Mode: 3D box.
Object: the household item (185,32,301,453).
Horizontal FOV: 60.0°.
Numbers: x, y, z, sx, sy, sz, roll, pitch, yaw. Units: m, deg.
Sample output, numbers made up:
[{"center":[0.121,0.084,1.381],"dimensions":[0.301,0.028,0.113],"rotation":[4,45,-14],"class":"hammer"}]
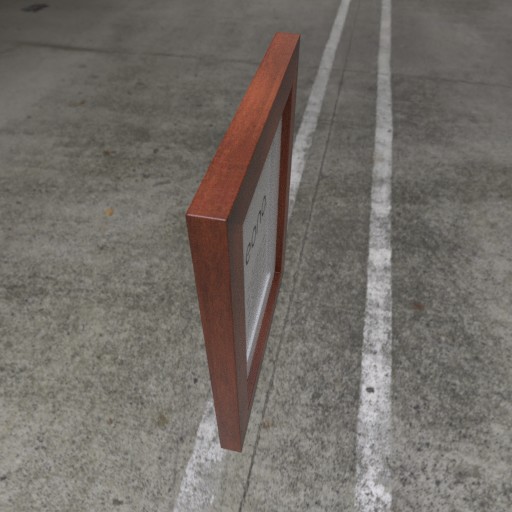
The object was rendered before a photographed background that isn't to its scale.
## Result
[{"center":[0.000,0.000,0.335],"dimensions":[0.020,0.250,0.200],"rotation":[9,47,8],"class":"household item"}]
